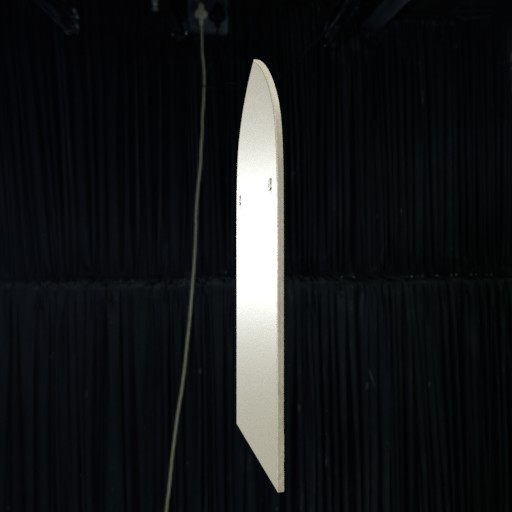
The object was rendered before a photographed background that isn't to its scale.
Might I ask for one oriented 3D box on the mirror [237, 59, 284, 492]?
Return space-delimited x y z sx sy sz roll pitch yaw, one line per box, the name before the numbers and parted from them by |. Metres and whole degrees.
mirror | 0.000 0.000 1.326 0.025 1.175 0.464 0 0 -15
